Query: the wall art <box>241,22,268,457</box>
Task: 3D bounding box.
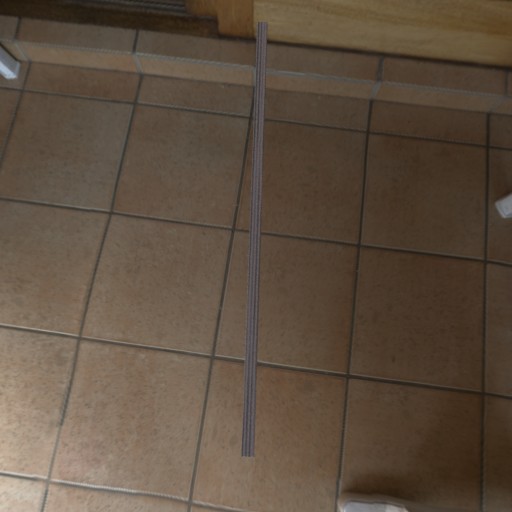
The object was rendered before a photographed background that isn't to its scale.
[{"bbox_3d":[0.000,0.000,0.695,0.013,0.406,0.508,2,76,0],"label":"wall art"}]
